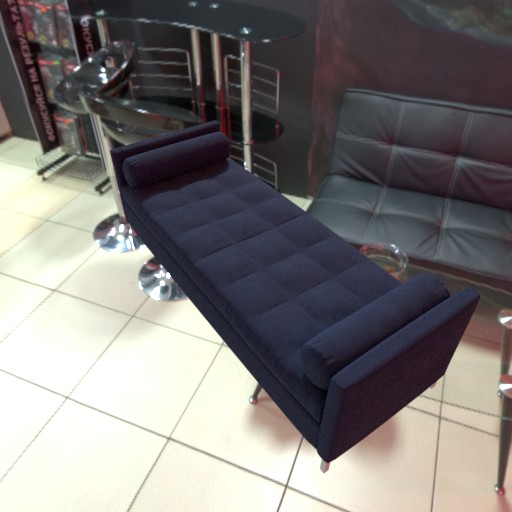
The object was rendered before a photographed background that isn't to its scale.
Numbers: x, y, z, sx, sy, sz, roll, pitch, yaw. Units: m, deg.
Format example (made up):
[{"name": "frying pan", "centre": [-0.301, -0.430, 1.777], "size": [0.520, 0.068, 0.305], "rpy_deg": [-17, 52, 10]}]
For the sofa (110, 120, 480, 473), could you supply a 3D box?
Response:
[{"name": "sofa", "centre": [0.000, 0.000, 2.468], "size": [0.797, 0.657, 2.102], "rpy_deg": [-25, 46, -26]}]
